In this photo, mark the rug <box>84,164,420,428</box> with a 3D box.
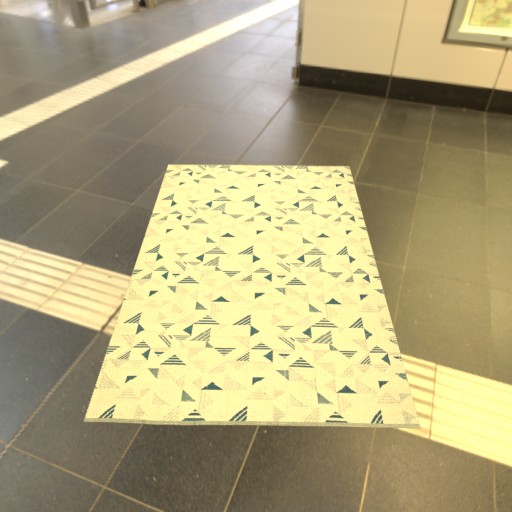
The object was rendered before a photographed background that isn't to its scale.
[{"bbox_3d":[0.000,0.000,2.267,1.206,0.003,1.835,1,41,1],"label":"rug"}]
